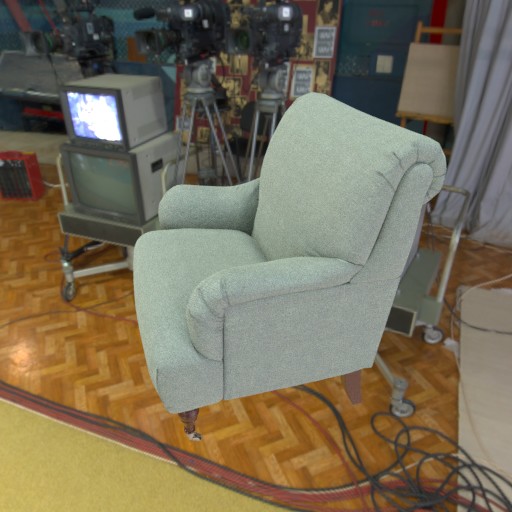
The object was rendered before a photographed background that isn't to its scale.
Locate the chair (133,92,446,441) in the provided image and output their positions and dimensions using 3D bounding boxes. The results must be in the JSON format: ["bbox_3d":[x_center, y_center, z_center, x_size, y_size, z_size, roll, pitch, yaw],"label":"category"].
[{"bbox_3d":[0.000,0.000,1.921,1.060,1.178,0.964,-9,31,-15],"label":"chair"}]
